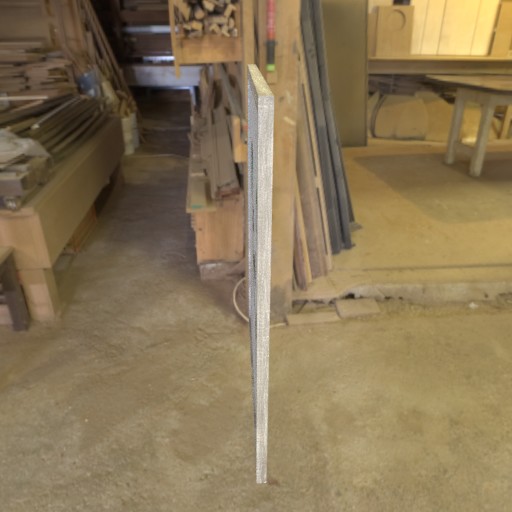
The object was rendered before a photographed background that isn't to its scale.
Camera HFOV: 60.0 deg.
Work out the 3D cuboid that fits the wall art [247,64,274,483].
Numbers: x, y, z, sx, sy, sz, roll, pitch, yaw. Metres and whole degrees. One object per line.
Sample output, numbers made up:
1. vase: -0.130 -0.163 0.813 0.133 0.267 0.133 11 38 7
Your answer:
1. wall art: 0.000 0.000 1.348 0.035 1.022 0.781 -1 27 -2
